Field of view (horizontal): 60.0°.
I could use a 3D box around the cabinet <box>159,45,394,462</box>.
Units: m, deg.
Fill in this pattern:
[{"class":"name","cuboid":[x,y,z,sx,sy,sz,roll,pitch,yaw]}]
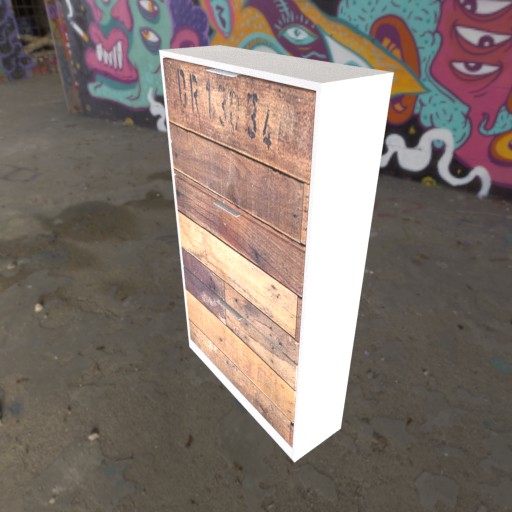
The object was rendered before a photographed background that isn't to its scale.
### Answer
[{"class":"cabinet","cuboid":[0.000,0.000,1.568,0.250,1.280,0.750,-21,37,-31]}]
